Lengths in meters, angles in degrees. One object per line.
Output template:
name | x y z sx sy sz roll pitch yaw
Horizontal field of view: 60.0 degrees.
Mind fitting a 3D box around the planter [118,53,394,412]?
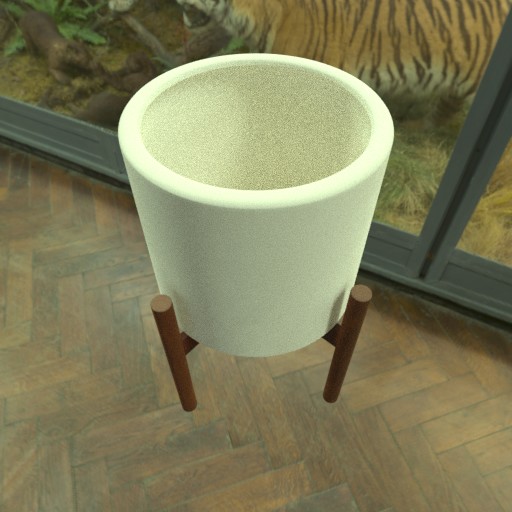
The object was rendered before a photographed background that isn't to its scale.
planter | 0.000 0.000 0.499 0.224 0.358 0.224 -3 49 -2
